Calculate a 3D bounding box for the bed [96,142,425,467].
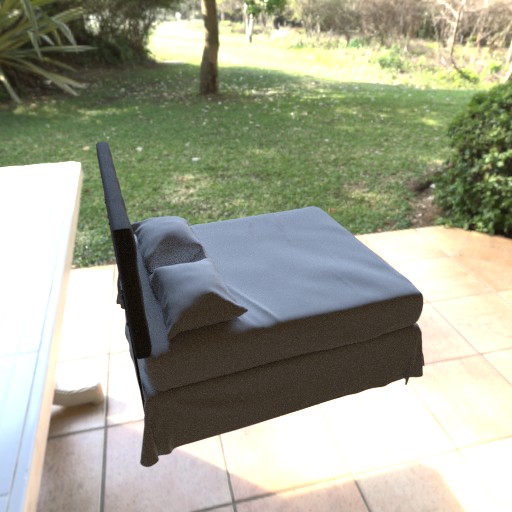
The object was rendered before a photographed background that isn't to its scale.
[{"bbox_3d":[0.000,0.000,3.470,2.222,1.577,1.936,-10,32,-17],"label":"bed"}]
